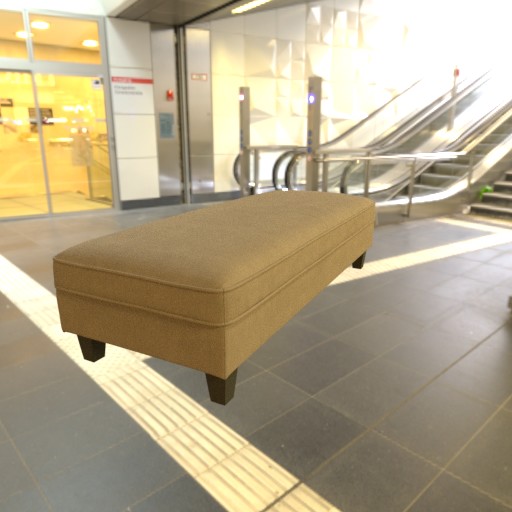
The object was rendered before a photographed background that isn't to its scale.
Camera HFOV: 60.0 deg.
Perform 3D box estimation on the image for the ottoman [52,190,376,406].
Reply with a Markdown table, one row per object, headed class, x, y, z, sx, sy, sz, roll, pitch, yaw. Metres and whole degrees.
| class | x | y | z | sx | sy | sz | roll | pitch | yaw |
| --- | --- | --- | --- | --- | --- | --- | --- | --- | --- |
| ottoman | 0.000 | 0.000 | 2.137 | 0.751 | 0.470 | 1.764 | 8 | 18 | 27 |
